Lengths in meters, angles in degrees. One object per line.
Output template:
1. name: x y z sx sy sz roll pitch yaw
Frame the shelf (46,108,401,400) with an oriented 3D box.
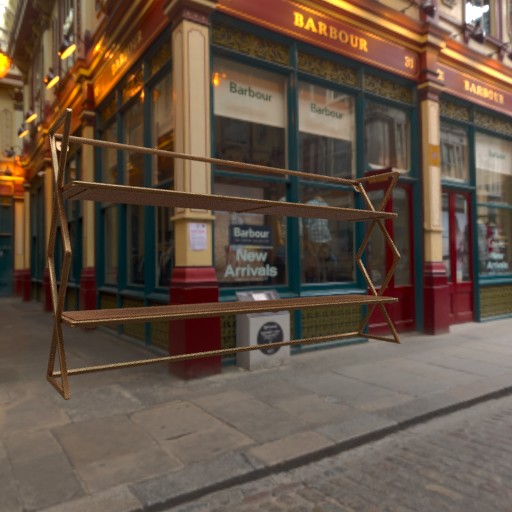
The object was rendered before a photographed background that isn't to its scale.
1. shelf: 0.000 0.000 0.979 0.822 0.450 0.150 1 -1 -35
